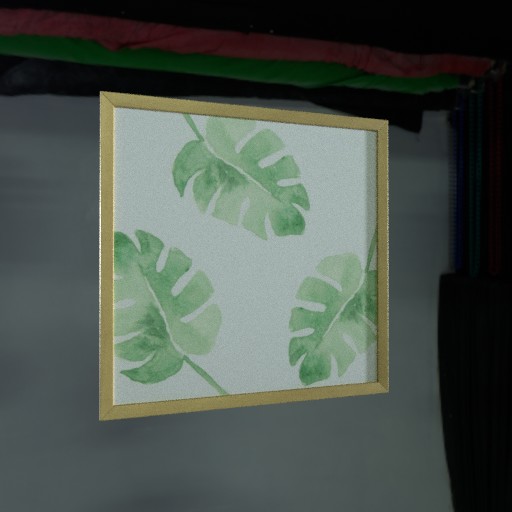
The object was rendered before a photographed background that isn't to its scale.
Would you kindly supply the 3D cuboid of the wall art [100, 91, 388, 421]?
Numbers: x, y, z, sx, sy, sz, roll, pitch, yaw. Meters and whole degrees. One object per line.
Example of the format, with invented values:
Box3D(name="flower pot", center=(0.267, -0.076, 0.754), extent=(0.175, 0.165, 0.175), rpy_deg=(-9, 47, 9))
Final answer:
Box3D(name="wall art", center=(0.000, 0.000, 1.150), extent=(0.763, 0.763, 0.037), rpy_deg=(0, 0, -17))
